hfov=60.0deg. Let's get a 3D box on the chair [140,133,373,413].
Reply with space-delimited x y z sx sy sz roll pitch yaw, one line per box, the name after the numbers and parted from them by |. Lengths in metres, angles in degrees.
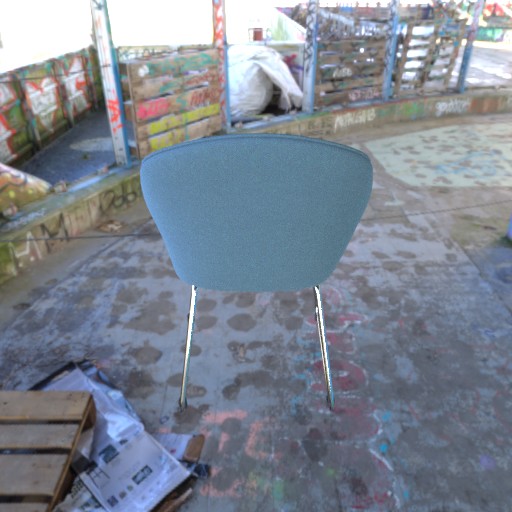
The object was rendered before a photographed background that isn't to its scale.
0.000 0.000 1.201 0.570 0.815 0.585 0 30 -1 | chair
